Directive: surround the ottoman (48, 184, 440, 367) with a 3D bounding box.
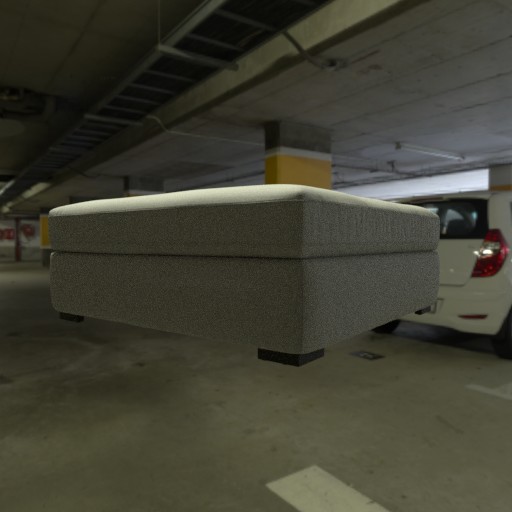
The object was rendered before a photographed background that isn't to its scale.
[{"bbox_3d":[0.000,0.000,1.792,1.167,0.482,1.163,1,2,37],"label":"ottoman"}]
